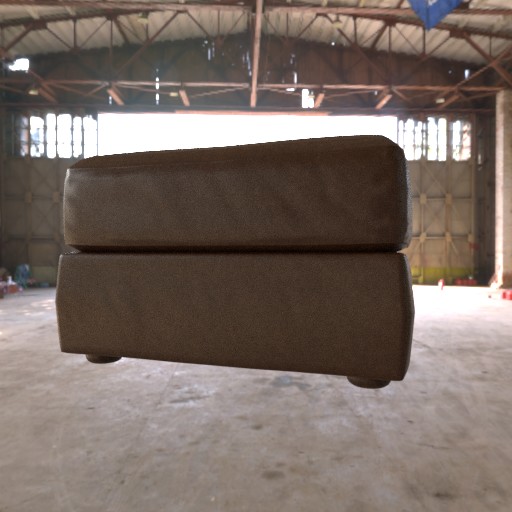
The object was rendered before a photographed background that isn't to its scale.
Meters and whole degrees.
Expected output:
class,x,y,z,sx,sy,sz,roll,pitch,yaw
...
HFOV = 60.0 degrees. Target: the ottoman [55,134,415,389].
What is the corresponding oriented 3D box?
class,x,y,z,sx,sy,sz,roll,pitch,yaw
ottoman,0.000,0.000,1.122,0.751,0.476,0.603,0,1,18
